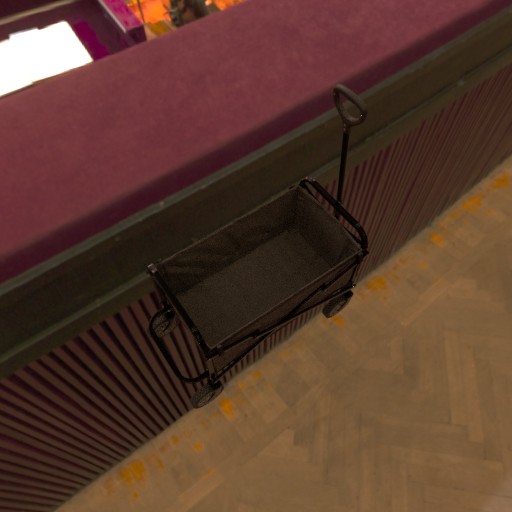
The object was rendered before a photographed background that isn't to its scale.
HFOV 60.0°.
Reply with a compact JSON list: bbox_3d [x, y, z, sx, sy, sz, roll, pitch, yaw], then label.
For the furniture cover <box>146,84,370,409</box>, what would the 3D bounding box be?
[{"bbox_3d":[0.000,0.000,1.848,1.038,1.295,0.532,-31,63,-18],"label":"furniture cover"}]
